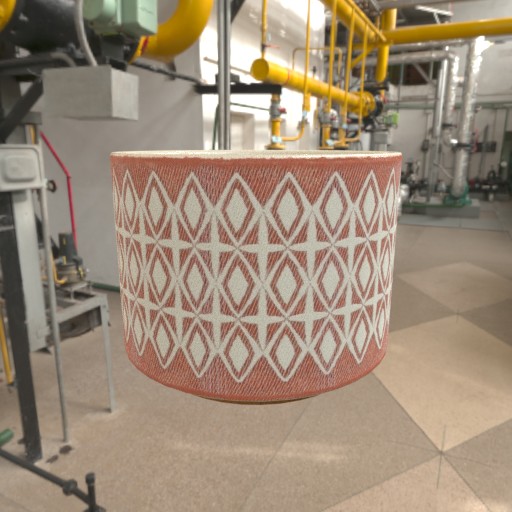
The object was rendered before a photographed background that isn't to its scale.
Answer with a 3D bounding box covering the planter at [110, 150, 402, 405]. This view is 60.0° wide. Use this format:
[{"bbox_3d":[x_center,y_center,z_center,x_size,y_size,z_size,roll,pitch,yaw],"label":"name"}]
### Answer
[{"bbox_3d":[0.000,0.000,0.323,0.192,0.148,0.192,0,14,0],"label":"planter"}]
